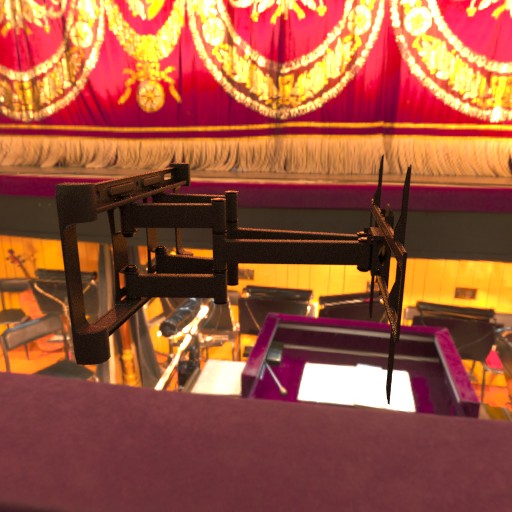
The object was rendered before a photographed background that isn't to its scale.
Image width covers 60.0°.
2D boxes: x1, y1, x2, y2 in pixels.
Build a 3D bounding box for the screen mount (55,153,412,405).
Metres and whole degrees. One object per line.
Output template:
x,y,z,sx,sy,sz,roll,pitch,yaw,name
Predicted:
0.000,0.000,1.121,0.644,0.491,0.661,3,16,9,screen mount
